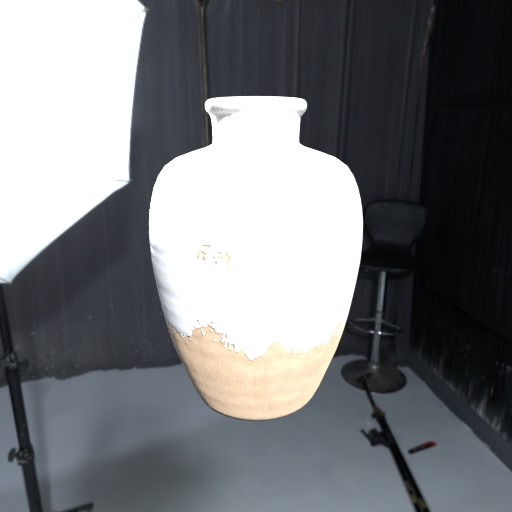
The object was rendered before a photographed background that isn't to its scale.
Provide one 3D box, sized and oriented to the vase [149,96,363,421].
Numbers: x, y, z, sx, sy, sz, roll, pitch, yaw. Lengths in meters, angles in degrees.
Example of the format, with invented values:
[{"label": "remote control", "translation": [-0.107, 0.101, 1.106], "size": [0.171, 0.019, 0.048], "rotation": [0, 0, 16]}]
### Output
[{"label": "vase", "translation": [0.000, 0.000, 0.343], "size": [0.158, 0.228, 0.158], "rotation": [0, 16, 0]}]
